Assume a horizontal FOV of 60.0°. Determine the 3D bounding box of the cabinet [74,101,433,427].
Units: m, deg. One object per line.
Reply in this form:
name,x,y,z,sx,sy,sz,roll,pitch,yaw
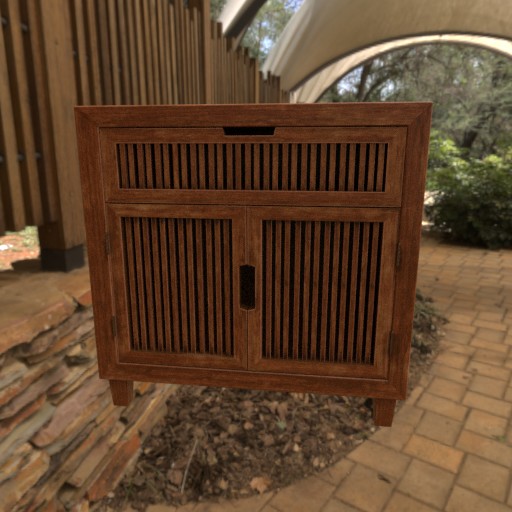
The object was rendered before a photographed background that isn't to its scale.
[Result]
cabinet,0.000,0.000,1.259,0.796,0.785,0.412,2,14,7
